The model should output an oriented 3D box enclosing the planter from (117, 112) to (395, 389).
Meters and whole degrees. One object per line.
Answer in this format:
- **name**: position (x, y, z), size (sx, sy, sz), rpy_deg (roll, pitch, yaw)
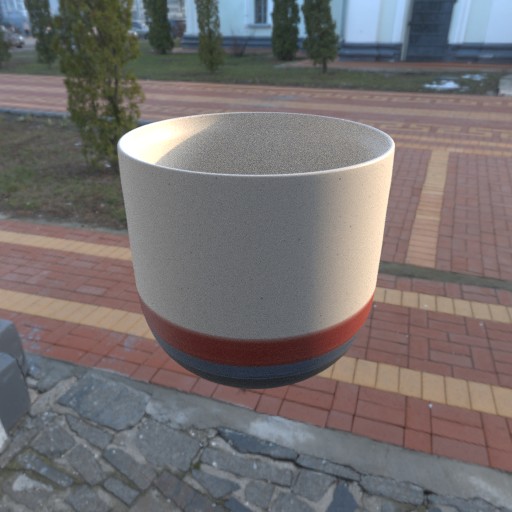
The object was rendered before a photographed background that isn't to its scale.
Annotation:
- **planter**: position (0.000, 0.000, 0.502), size (0.268, 0.270, 0.268), rpy_deg (0, 28, 0)
